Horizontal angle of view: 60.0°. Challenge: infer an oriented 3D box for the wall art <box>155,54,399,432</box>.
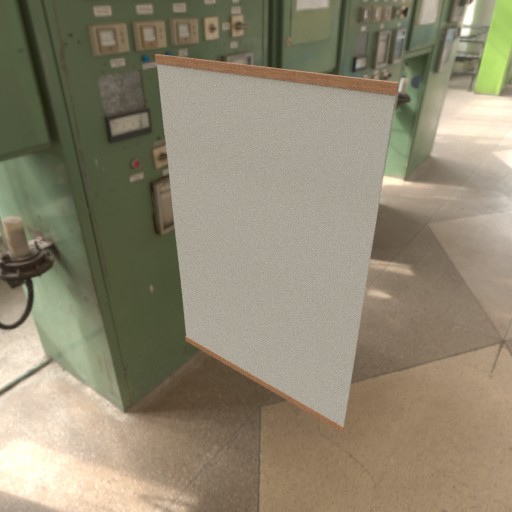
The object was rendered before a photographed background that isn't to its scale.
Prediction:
[{"bbox_3d":[0.000,0.000,1.916,1.019,1.527,0.019,22,37,31],"label":"wall art"}]
